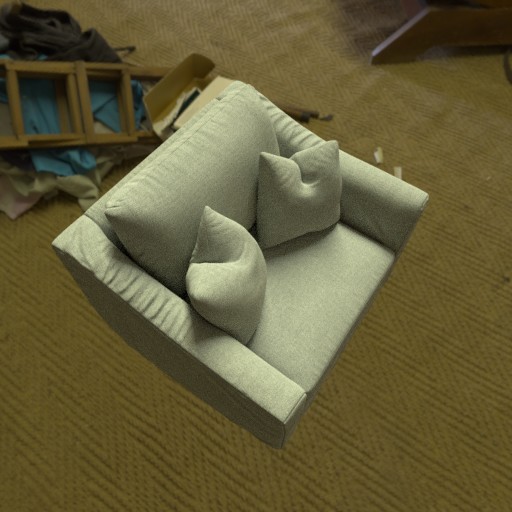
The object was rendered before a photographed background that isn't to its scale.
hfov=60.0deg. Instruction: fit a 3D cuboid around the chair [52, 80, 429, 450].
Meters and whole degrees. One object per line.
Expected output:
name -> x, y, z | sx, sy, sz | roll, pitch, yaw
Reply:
chair -> 0.000, 0.000, 2.026 | 1.071, 1.059, 1.194 | 31, 63, 18
